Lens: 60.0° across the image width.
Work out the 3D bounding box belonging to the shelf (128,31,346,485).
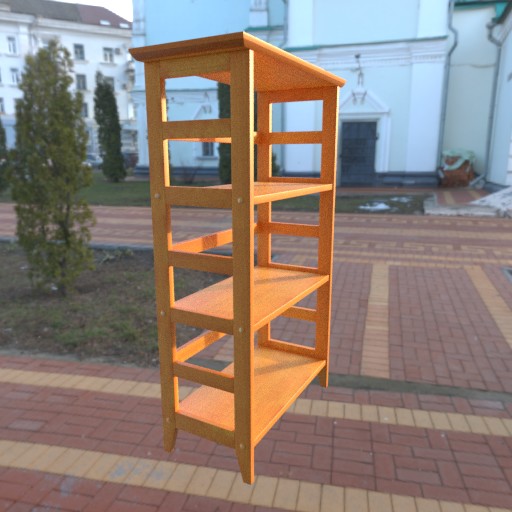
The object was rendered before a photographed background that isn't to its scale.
[{"bbox_3d":[0.000,0.000,1.340,0.305,1.067,0.660,7,14,28],"label":"shelf"}]
